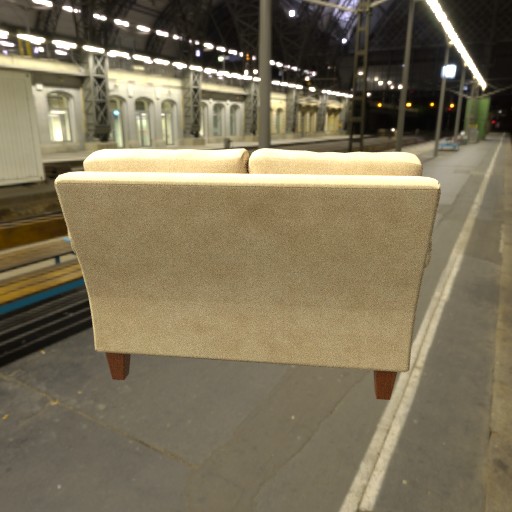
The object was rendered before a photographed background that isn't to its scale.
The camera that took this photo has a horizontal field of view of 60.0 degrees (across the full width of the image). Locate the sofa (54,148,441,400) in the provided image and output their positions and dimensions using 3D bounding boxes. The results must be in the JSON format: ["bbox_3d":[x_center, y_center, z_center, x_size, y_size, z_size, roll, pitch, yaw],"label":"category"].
[{"bbox_3d":[0.000,0.000,2.249,1.498,1.087,1.086,2,17,7],"label":"sofa"}]
